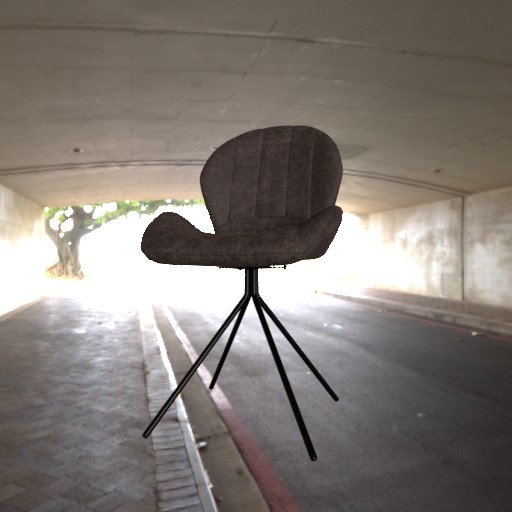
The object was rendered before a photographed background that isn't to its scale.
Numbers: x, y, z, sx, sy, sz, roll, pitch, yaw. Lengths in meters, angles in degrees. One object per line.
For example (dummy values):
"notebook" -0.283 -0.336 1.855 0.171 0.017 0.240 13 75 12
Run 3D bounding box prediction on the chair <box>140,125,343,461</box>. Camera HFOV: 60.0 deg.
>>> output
"chair" 0.000 0.000 1.319 0.527 0.934 0.640 0 0 17
